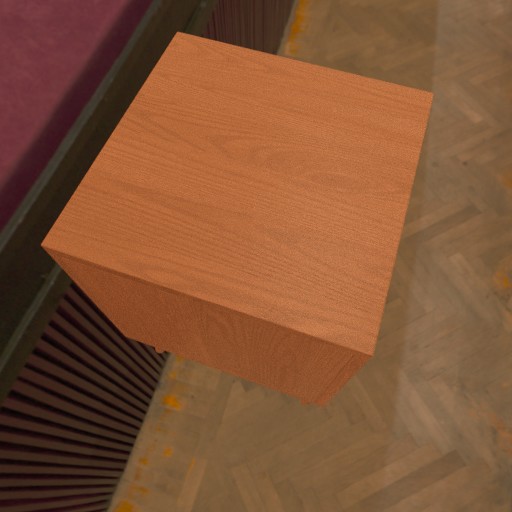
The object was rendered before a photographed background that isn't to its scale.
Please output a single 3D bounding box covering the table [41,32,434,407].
[{"bbox_3d":[0.000,0.000,0.824,0.400,0.550,0.400,17,65,8],"label":"table"}]
